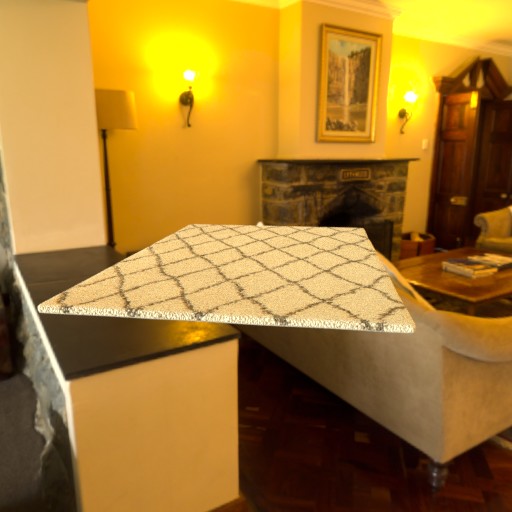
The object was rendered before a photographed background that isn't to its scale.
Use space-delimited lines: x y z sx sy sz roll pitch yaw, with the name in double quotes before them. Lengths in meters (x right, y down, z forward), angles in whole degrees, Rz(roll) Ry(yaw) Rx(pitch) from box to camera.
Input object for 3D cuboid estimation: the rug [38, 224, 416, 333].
"rug" 0.000 0.000 2.244 1.219 0.030 1.778 2 13 8
